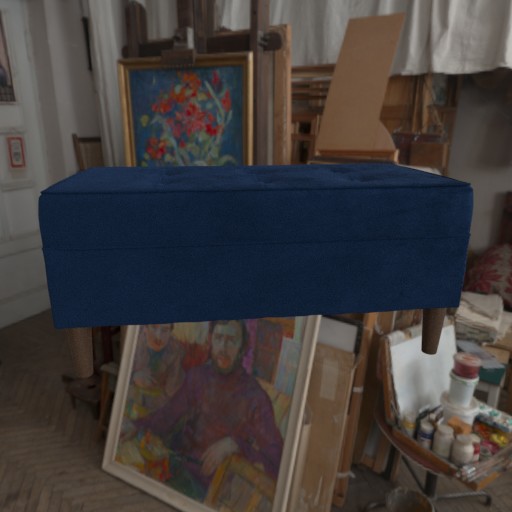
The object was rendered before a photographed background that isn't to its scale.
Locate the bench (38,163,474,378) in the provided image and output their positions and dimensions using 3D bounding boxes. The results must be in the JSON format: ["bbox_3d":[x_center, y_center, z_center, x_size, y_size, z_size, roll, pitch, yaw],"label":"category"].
[{"bbox_3d":[0.000,0.000,1.273,1.010,0.467,0.489,-2,18,-7],"label":"bench"}]
